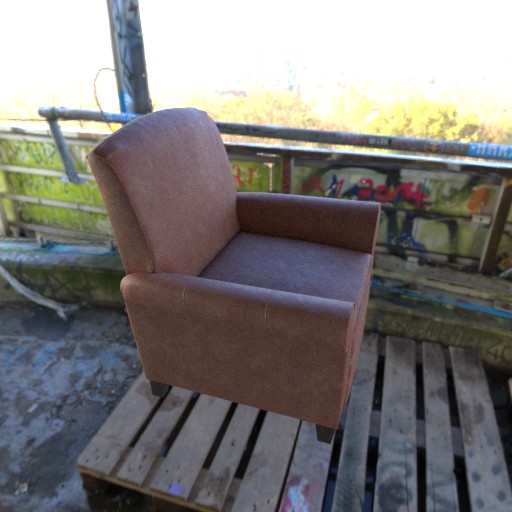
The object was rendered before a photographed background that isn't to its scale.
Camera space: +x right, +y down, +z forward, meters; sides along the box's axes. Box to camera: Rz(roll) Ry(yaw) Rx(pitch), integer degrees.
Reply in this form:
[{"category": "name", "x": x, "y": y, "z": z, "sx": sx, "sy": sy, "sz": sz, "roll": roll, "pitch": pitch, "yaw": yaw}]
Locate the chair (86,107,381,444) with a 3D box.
[{"category": "chair", "x": 0.000, "y": 0.000, "z": 1.778, "sx": 0.902, "sy": 1.061, "sz": 0.978, "roll": 9, "pitch": 30, "yaw": 17}]
